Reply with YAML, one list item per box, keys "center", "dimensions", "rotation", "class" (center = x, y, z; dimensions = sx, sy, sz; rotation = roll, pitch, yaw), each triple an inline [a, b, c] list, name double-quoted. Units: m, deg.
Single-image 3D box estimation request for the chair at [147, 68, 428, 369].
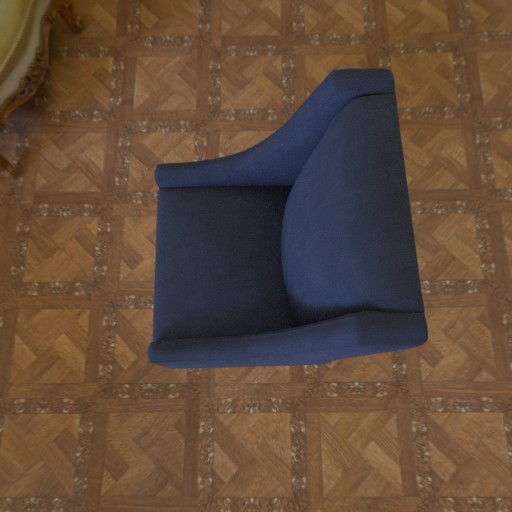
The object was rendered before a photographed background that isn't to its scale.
- center: [0.000, 0.000, 1.317]
  dimensions: [0.629, 0.895, 0.629]
  rotation: [-2, 74, 0]
  class: "chair"
